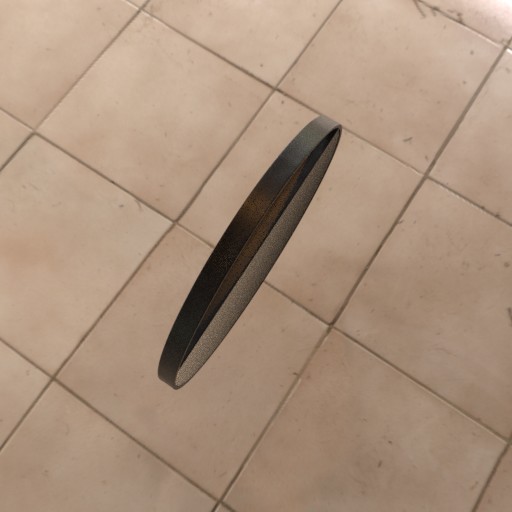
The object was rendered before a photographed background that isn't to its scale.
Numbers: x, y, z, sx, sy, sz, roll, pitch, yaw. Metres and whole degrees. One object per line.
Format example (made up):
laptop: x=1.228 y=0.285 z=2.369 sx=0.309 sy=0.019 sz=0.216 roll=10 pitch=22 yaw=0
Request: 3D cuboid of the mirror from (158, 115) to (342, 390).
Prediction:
mirror: x=0.000 y=0.000 z=0.850 sx=0.032 sy=0.565 sz=0.565 roll=32 pitch=79 yaw=7
